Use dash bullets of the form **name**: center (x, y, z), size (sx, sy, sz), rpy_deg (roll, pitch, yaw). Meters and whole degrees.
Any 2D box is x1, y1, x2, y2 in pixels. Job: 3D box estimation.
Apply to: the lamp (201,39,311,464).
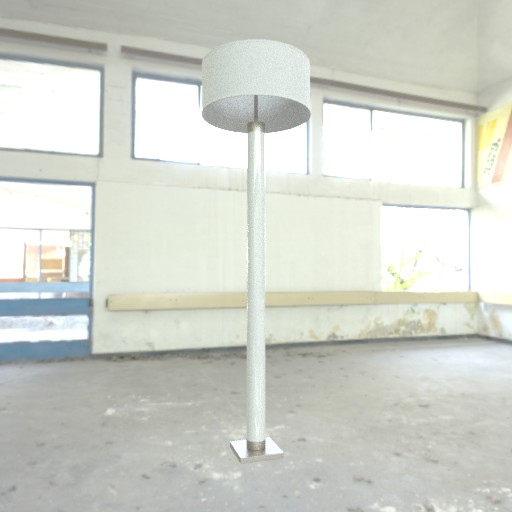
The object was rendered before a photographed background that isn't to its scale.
- **lamp**: center (0.000, 0.000, 1.685), size (0.420, 1.475, 0.420), rpy_deg (1, -2, -17)
